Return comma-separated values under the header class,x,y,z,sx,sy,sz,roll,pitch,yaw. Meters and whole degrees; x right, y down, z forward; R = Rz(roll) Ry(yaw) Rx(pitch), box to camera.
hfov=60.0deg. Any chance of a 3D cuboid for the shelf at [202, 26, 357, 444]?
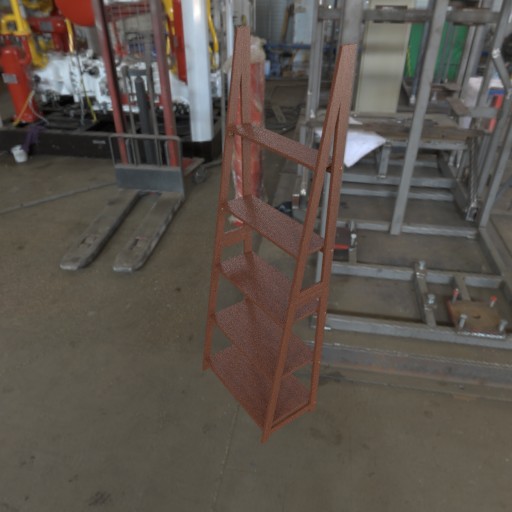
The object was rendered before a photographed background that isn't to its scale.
class,x,y,z,sx,sy,sz,roll,pitch,yaw
shelf,0.000,0.000,1.987,0.350,1.770,0.600,-22,39,-29
